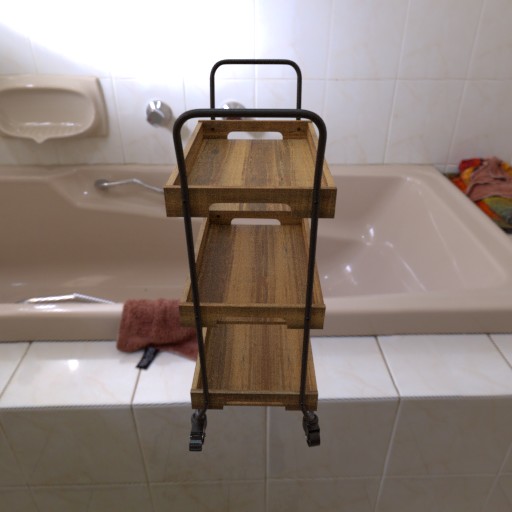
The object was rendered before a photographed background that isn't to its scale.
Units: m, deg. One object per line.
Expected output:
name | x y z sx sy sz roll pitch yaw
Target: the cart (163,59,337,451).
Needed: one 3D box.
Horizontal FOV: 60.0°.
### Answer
cart | 0.000 0.000 1.133 0.339 0.857 0.583 1 31 1
